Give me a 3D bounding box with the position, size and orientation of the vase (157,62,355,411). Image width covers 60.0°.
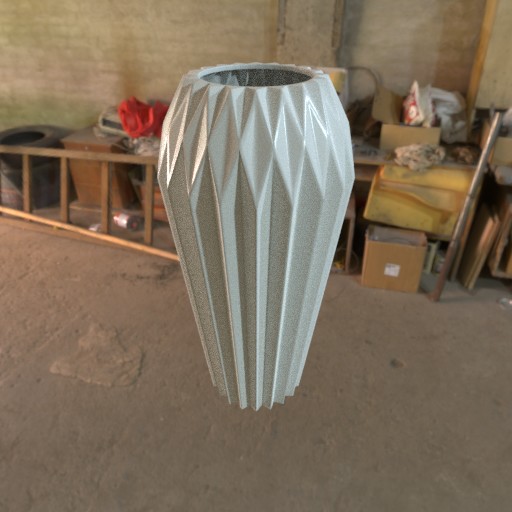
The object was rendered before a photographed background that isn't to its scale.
[{"bbox_3d":[0.000,0.000,0.341,0.133,0.263,0.133,0,33,0],"label":"vase"}]
